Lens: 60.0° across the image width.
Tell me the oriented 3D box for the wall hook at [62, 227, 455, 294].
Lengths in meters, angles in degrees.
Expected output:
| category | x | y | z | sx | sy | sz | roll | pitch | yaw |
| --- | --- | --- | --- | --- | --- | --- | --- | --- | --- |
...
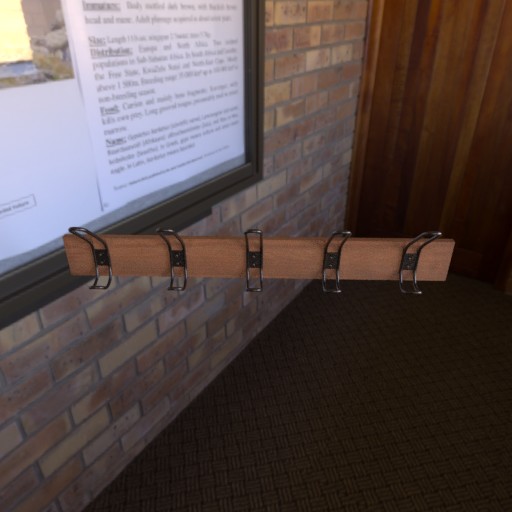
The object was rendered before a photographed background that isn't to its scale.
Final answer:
| category | x | y | z | sx | sy | sz | roll | pitch | yaw |
| --- | --- | --- | --- | --- | --- | --- | --- | --- | --- |
| wall hook | 0.000 | 0.000 | 0.606 | 0.554 | 0.116 | 0.076 | 1 | 30 | 1 |
